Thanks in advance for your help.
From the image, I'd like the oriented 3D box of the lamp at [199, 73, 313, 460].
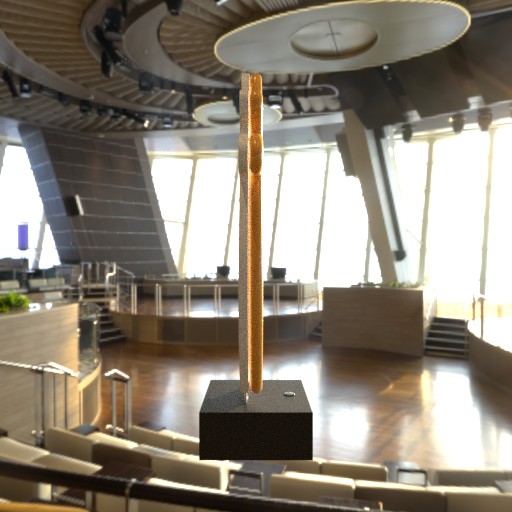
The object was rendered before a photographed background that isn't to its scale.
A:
[{"bbox_3d":[0.000,0.000,0.386,0.088,0.317,0.167,0,1,0],"label":"lamp"}]
